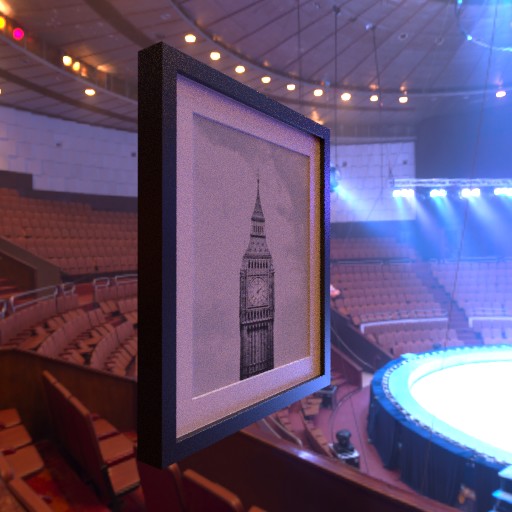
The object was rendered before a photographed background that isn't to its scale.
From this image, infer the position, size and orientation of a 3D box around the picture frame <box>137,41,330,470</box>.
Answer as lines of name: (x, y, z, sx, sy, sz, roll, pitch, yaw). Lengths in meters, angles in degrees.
picture frame: (0.000, 0.000, 0.533, 0.034, 0.378, 0.328, 0, 0, 36)
